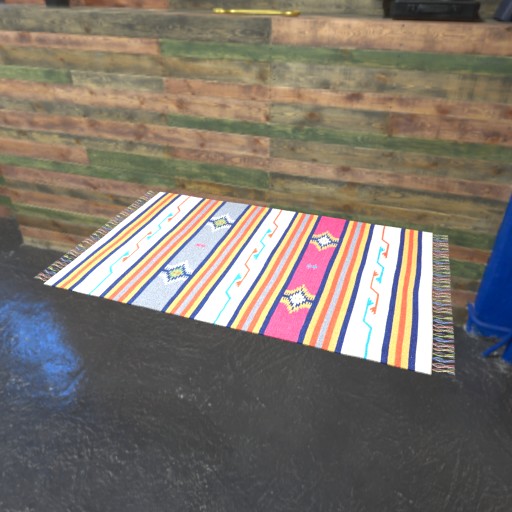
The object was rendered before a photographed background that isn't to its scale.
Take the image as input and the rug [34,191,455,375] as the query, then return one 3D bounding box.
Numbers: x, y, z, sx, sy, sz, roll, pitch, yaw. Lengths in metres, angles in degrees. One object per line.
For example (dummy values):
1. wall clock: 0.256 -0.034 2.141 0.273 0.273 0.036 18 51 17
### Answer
1. rug: 0.000 0.000 2.232 1.849 0.013 1.084 10 34 16
